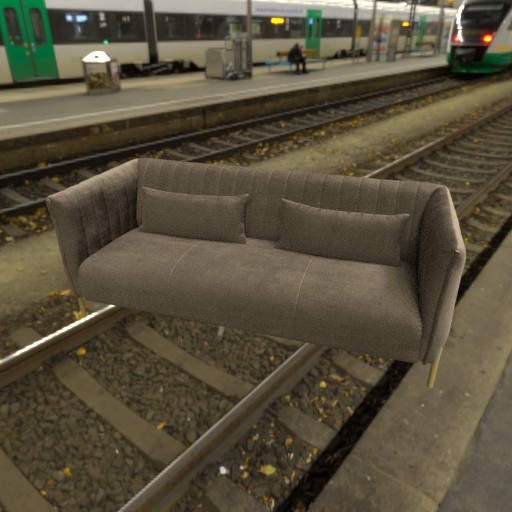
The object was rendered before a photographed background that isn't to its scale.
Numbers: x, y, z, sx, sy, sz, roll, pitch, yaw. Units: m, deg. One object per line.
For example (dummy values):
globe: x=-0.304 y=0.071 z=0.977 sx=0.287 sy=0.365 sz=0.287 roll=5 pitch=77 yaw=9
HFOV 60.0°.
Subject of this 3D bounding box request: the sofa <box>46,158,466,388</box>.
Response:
sofa: x=0.000 y=0.000 z=2.447 sx=1.980 sy=0.780 sz=0.876 roll=8 pitch=28 yaw=16
